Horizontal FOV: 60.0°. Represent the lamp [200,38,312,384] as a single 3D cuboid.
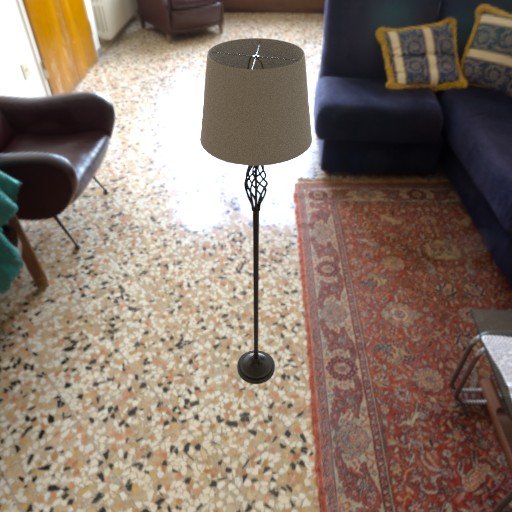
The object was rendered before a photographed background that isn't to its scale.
[{"bbox_3d":[0.000,0.000,1.860,0.379,1.623,0.379,0,42,0],"label":"lamp"}]
